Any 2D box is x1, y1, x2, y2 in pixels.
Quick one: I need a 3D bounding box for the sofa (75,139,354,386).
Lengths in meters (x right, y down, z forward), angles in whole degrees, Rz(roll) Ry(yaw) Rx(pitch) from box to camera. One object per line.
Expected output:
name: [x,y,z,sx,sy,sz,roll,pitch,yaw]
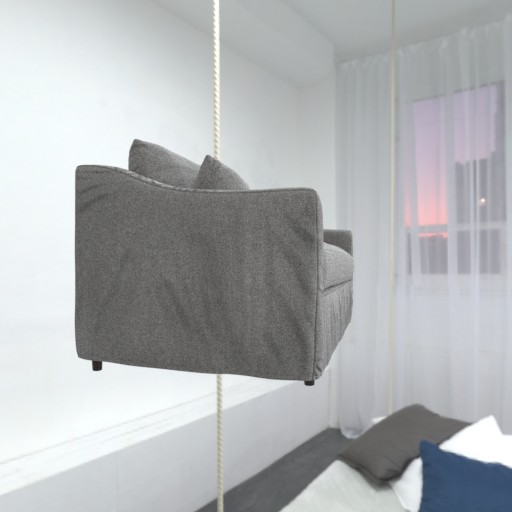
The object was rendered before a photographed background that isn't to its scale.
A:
sofa: [0.000,0.000,2.679,1.072,1.018,2.010,0,-1,16]
